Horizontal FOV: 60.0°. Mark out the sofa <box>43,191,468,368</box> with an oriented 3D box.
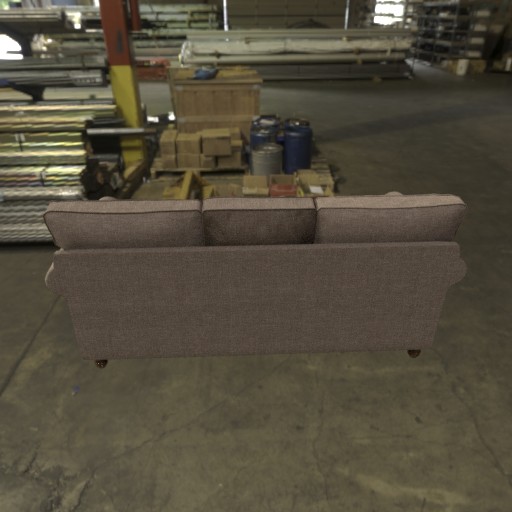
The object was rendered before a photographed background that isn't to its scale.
[{"bbox_3d":[0.000,0.000,2.616,2.084,0.961,0.916,-1,29,-2],"label":"sofa"}]
